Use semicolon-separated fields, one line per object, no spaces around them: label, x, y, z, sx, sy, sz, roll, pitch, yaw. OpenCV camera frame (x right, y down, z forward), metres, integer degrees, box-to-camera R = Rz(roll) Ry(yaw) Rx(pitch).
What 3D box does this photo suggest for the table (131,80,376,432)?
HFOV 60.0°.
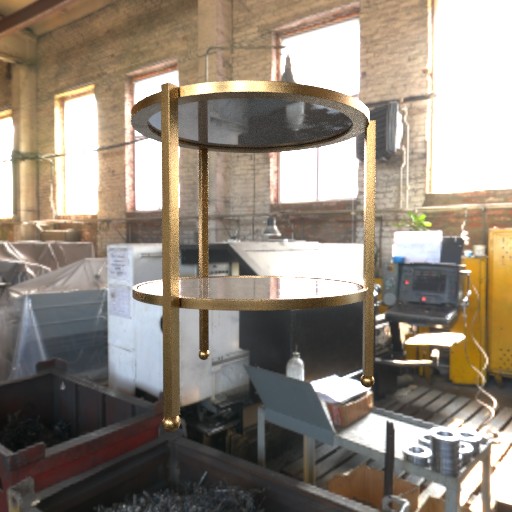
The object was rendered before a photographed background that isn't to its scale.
table;0.000;0.000;0.449;0.243;0.269;0.231;0;2;0
